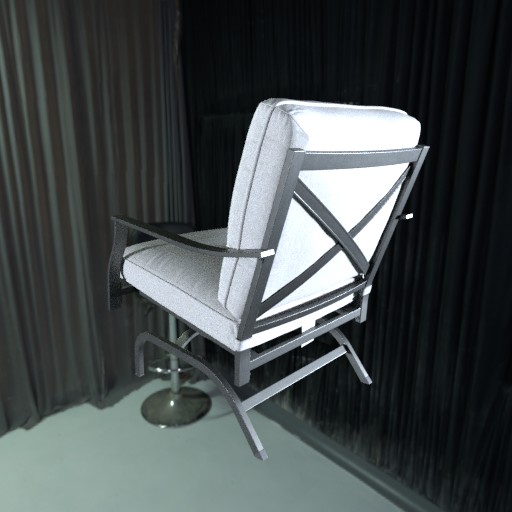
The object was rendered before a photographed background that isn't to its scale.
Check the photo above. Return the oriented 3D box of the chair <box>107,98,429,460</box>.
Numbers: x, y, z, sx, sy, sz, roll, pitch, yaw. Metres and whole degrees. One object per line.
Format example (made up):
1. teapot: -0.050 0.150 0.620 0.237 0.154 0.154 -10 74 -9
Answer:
1. chair: 0.000 0.000 1.363 0.787 0.860 0.650 14 21 43
